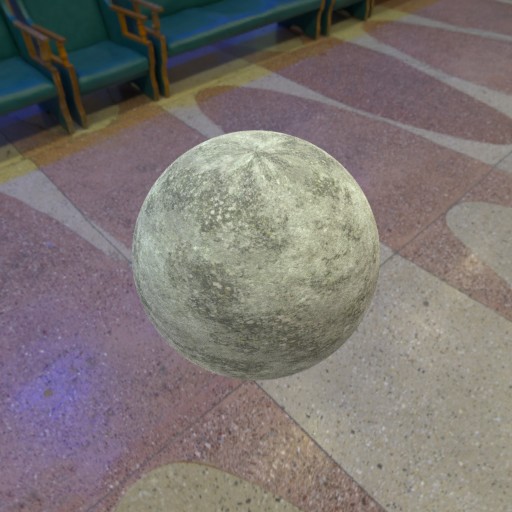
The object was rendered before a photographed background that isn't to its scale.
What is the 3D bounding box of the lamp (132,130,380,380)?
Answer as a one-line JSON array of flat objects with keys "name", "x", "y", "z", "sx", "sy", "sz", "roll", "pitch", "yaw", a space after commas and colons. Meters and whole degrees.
[{"name": "lamp", "x": 0.000, "y": 0.000, "z": 0.782, "sx": 0.422, "sy": 0.429, "sz": 0.422, "roll": 0, "pitch": 46, "yaw": 0}]
